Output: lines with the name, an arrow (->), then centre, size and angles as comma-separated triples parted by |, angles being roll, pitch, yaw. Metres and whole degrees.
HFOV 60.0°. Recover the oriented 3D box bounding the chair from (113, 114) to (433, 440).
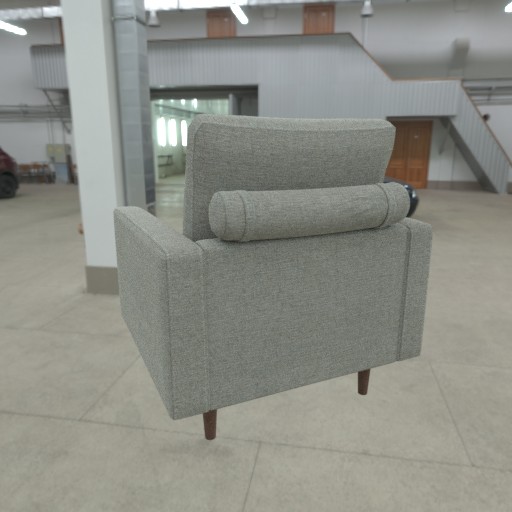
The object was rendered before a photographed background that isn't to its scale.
chair -> 0.000, 0.000, 1.508 | 0.821, 0.880, 0.843 | -7, 16, -24
